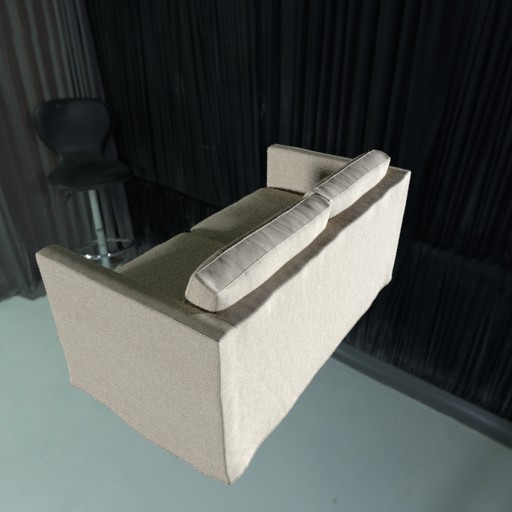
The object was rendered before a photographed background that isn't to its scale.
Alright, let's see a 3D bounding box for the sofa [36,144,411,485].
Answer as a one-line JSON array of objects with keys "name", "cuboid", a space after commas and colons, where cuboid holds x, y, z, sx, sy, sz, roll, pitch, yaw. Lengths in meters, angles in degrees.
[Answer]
[{"name": "sofa", "cuboid": [0.000, 0.000, 2.248, 0.956, 0.828, 1.766, 19, 36, 29]}]
